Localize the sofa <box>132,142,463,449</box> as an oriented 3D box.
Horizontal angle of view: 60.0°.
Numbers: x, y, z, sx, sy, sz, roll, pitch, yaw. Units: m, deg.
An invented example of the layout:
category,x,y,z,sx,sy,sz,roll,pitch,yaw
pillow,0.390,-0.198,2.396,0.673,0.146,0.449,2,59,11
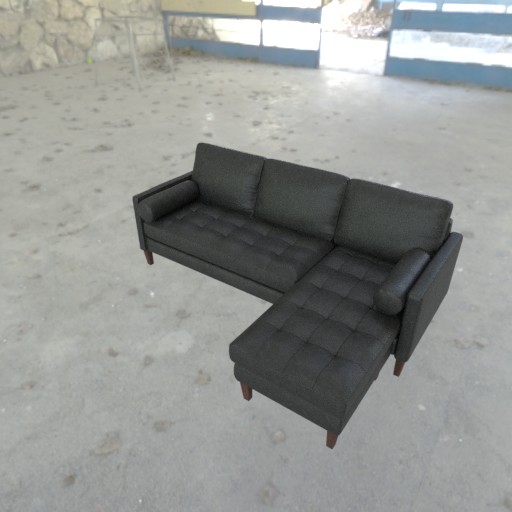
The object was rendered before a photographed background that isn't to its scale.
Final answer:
category,x,y,z,sx,sy,sz,roll,pitch,yaw
sofa,0.000,0.000,2.904,2.178,0.876,1.497,21,37,29
